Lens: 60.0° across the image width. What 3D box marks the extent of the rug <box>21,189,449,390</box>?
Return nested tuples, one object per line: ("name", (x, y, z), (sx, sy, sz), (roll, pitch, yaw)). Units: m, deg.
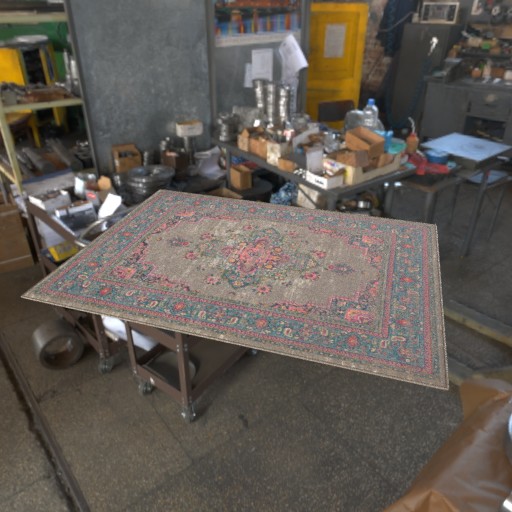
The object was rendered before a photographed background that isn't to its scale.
("rug", (0.000, 0.000, 2.809), (2.214, 0.013, 1.609), (9, 32, 15))
